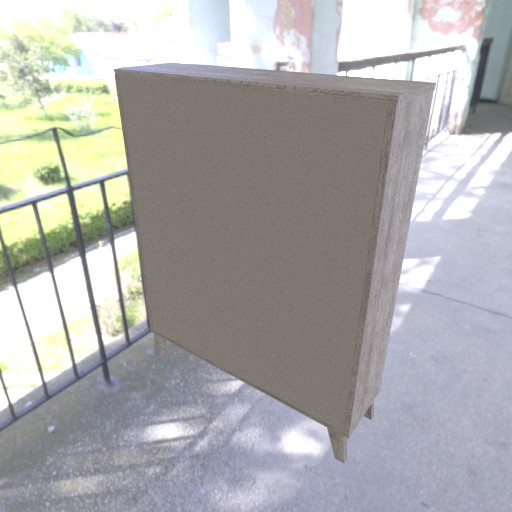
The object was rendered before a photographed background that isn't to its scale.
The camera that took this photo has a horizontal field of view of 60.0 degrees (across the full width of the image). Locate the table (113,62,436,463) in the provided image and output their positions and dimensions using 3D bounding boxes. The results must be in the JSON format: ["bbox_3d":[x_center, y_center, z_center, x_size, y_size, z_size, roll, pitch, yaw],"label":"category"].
[{"bbox_3d":[0.000,0.000,1.490,0.902,1.135,0.256,19,34,31],"label":"table"}]
